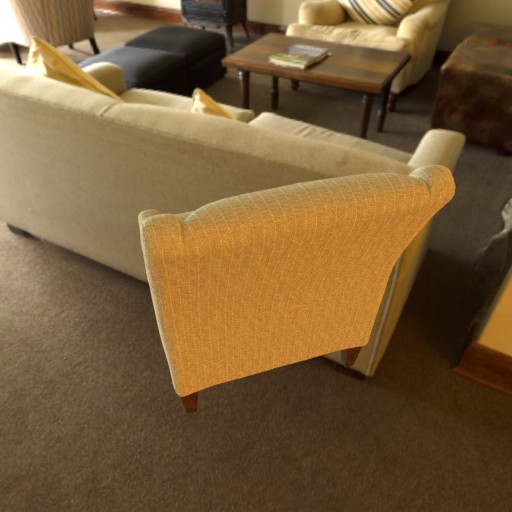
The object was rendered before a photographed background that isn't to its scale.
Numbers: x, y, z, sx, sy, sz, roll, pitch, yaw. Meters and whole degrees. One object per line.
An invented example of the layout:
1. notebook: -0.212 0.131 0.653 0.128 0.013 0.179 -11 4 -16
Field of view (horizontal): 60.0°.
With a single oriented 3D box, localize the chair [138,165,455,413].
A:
1. chair: 0.000 0.000 1.599 0.774 1.014 0.870 -12 43 -13
